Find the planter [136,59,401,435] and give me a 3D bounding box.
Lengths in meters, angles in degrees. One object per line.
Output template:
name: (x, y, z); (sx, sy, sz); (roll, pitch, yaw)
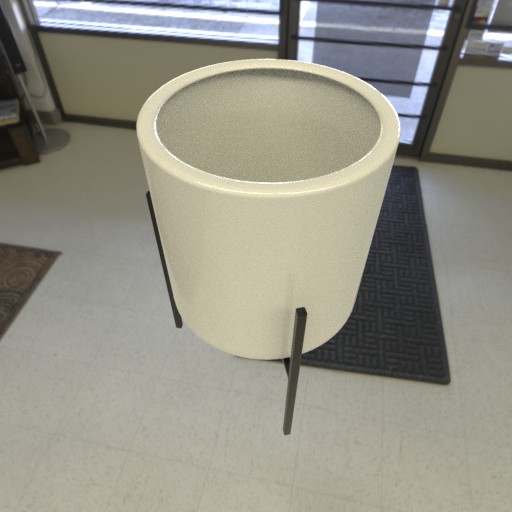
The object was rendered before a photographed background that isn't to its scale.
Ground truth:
planter: (0.000, 0.000, 0.501); (0.239, 0.356, 0.239); (11, 47, 10)
